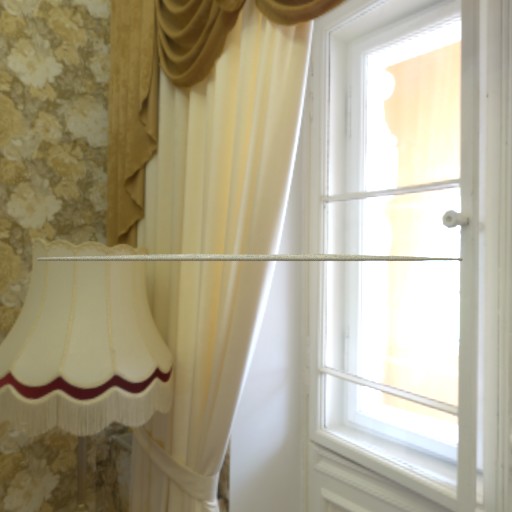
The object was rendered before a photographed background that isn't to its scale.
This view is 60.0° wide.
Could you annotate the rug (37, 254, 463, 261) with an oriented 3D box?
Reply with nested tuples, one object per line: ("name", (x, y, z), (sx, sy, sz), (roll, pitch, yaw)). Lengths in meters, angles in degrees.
("rug", (0.000, 0.000, 3.841), (2.311, 0.032, 2.921), (0, 0, 2))
